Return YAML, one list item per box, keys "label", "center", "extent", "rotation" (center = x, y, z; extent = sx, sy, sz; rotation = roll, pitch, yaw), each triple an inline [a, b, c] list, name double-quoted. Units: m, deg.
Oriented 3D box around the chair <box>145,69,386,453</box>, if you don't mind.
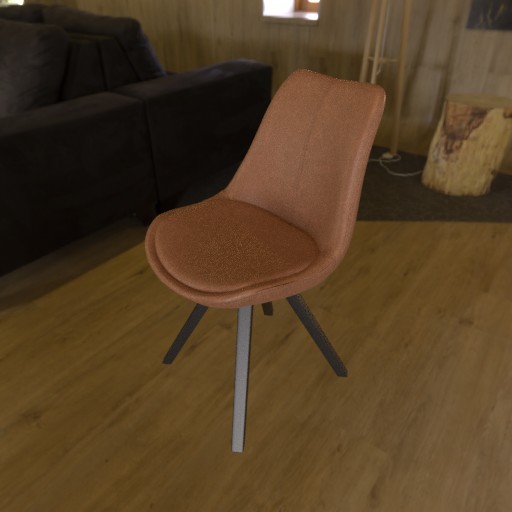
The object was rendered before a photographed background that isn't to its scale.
- label: "chair"
  center: [0.000, 0.000, 1.187]
  extent: [0.550, 0.850, 0.475]
  rotation: [-22, 39, -31]
